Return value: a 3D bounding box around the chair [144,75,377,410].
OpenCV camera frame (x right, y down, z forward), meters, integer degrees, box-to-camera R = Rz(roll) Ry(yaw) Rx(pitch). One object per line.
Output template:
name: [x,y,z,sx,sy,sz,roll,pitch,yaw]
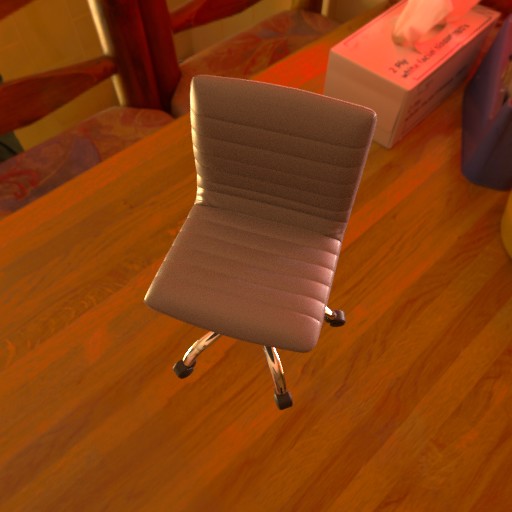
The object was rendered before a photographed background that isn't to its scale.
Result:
chair: [0.000,0.000,1.141,0.569,0.750,0.542,15,59,9]
